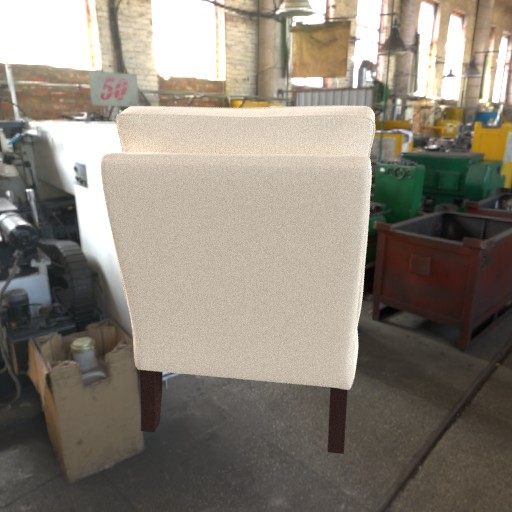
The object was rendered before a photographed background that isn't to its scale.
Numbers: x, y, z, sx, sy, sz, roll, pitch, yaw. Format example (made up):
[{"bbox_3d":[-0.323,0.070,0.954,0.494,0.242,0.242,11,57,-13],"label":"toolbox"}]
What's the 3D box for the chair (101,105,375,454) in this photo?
[{"bbox_3d":[0.000,0.000,1.394,0.630,0.887,0.781,3,18,9],"label":"chair"}]
